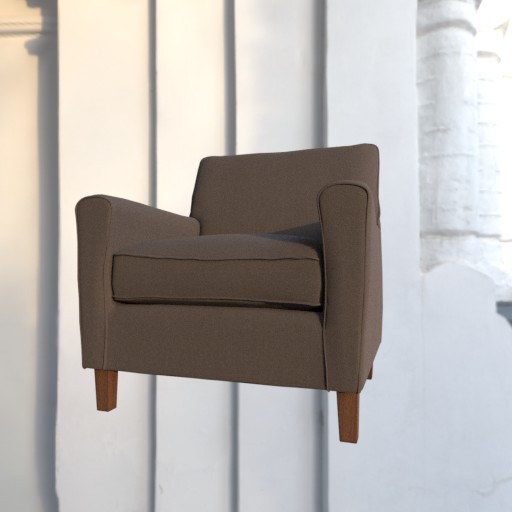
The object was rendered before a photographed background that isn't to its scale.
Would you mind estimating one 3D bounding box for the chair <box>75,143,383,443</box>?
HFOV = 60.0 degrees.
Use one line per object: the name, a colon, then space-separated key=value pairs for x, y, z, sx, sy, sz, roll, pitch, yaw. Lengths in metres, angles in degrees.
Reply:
chair: x=0.000 y=0.000 z=1.541 sx=0.836 sy=0.911 sz=0.831 roll=0 pitch=-1 yaw=19
